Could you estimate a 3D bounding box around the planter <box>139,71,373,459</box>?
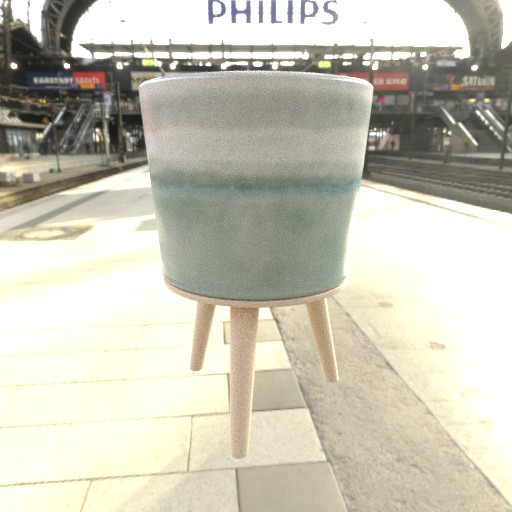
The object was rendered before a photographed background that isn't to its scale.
[{"bbox_3d":[0.000,0.000,0.565,0.265,0.404,0.265,-2,15,-8],"label":"planter"}]
